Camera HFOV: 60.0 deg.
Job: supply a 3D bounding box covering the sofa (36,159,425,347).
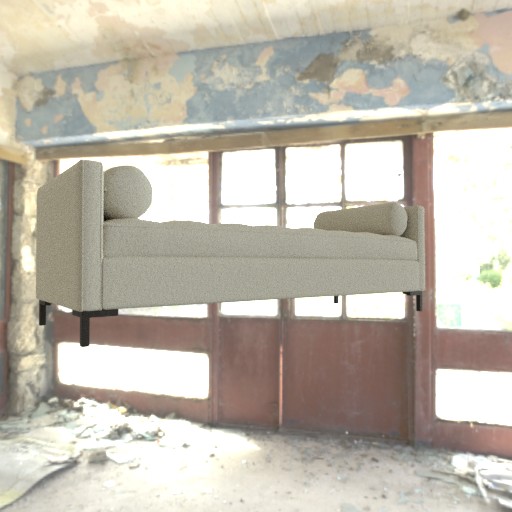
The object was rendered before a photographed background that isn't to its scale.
[{"bbox_3d":[0.000,0.000,2.326,1.985,0.641,0.746,1,-2,-37],"label":"sofa"}]
